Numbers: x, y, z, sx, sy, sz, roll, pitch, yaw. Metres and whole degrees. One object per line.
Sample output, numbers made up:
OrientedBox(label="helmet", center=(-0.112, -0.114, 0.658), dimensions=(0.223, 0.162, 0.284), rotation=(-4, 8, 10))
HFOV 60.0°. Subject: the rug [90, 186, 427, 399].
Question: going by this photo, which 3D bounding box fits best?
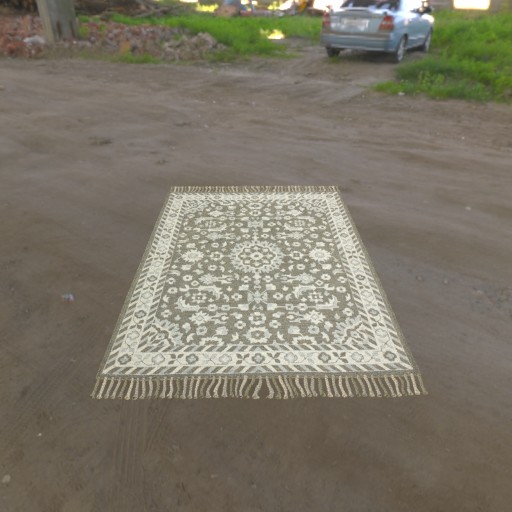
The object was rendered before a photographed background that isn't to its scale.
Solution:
OrientedBox(label="rug", center=(0.000, 0.000, 3.000), dimensions=(1.530, 0.025, 2.431), rotation=(0, 31, -1))
